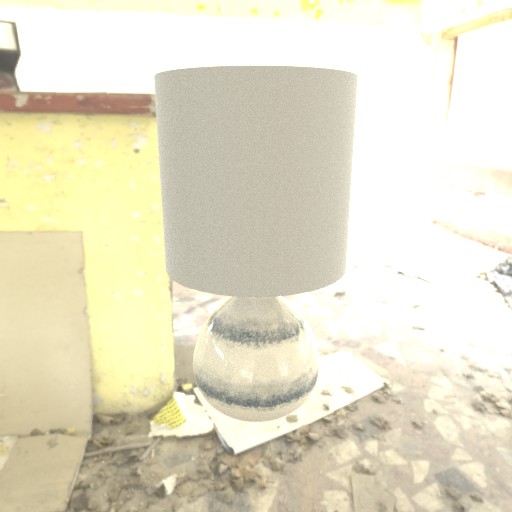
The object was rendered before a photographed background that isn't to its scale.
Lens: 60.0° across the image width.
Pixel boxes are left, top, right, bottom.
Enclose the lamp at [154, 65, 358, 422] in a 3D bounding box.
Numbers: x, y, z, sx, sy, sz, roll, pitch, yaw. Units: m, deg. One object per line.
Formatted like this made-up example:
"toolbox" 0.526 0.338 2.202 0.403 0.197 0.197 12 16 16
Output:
"lamp" 0.000 0.000 0.538 0.216 0.404 0.216 3 17 9
